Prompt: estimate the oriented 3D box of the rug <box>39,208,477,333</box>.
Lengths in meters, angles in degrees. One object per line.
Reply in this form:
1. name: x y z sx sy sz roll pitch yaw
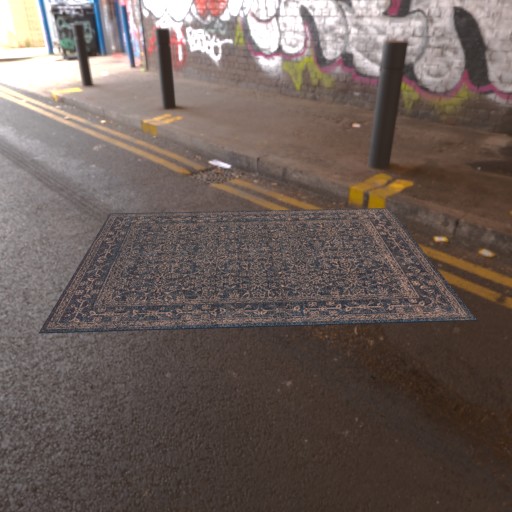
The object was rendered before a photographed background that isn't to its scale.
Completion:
1. rug: 0.000 0.000 2.355 1.819 0.005 1.200 -1 29 -2
